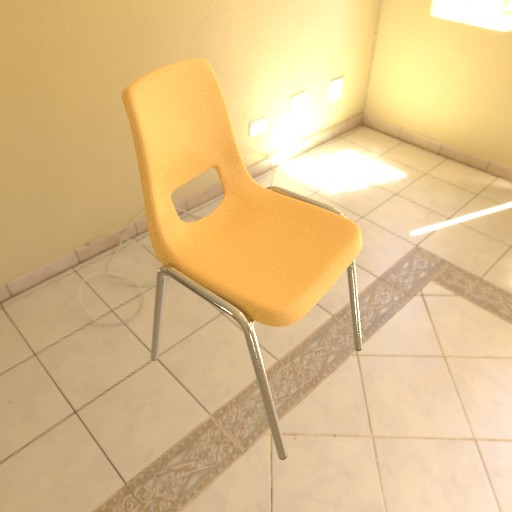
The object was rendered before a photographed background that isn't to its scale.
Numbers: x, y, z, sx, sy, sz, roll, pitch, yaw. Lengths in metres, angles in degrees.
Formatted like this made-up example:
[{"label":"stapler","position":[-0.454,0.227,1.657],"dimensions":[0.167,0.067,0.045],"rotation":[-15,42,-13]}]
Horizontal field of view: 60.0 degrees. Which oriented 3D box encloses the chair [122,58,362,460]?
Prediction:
[{"label":"chair","position":[0.000,0.000,0.945],"dimensions":[0.436,0.704,0.381],"rotation":[26,48,27]}]
